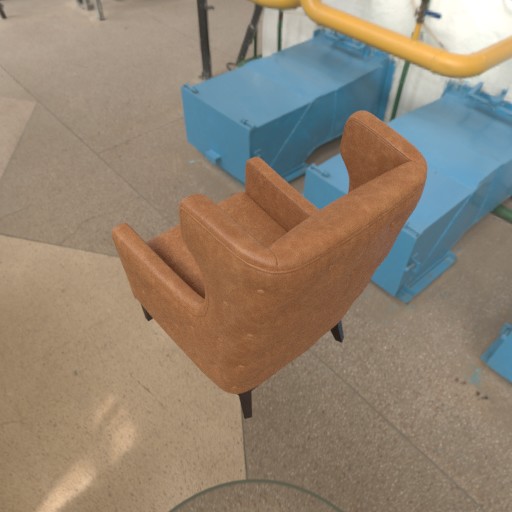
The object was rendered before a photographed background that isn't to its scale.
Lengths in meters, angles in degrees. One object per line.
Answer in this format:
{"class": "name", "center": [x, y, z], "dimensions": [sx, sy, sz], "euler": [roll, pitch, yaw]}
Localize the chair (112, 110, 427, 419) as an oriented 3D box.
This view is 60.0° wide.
{"class": "chair", "center": [0.000, 0.000, 1.683], "dimensions": [0.766, 1.079, 0.899], "euler": [-32, 55, -26]}
